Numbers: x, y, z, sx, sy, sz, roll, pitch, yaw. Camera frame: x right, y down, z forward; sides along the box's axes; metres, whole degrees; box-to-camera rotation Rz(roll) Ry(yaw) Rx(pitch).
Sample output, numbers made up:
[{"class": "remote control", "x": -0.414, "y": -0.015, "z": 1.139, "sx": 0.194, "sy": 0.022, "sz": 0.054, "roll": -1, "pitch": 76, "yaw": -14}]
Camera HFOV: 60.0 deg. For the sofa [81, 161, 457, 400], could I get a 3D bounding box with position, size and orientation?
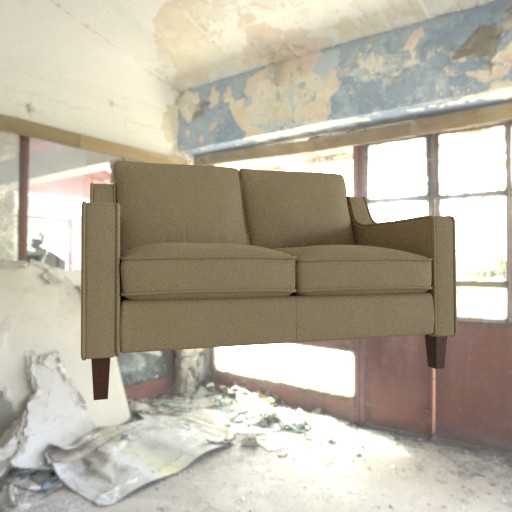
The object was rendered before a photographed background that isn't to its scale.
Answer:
[{"class": "sofa", "x": 0.000, "y": 0.000, "z": 2.107, "sx": 1.501, "sy": 0.971, "sz": 0.987, "roll": 0, "pitch": -1, "yaw": -18}]
